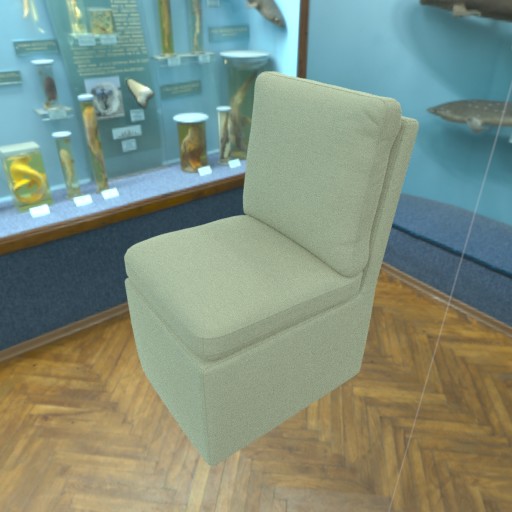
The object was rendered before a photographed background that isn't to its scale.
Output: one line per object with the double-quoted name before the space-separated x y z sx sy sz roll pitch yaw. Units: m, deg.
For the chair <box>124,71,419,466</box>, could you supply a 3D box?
"chair" 0.000 0.000 1.313 0.698 0.927 0.503 -21 37 -30
